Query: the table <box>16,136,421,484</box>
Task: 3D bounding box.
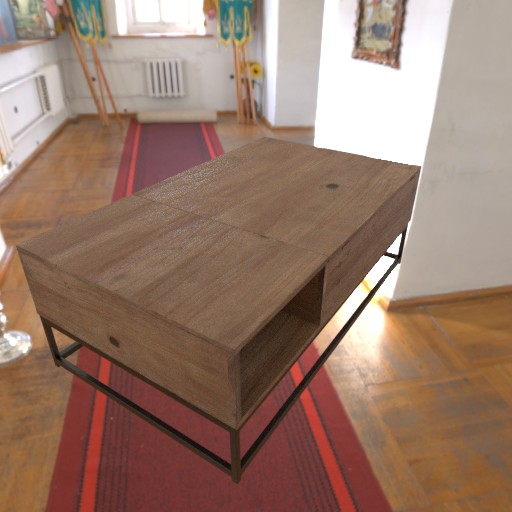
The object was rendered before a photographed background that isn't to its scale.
[{"bbox_3d":[0.000,0.000,1.400,0.655,0.395,1.101,19,36,28],"label":"table"}]
